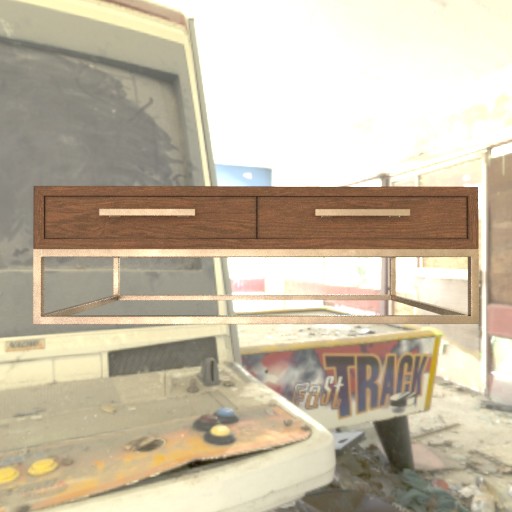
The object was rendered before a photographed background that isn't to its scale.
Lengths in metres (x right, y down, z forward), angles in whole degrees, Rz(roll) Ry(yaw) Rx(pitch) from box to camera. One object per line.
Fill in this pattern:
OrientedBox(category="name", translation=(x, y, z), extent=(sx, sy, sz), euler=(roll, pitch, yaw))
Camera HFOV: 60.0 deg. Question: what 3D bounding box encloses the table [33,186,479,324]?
OrientedBox(category="table", translation=(0.000, 0.000, 1.496), extent=(1.167, 0.361, 0.719), euler=(0, 0, -1))
